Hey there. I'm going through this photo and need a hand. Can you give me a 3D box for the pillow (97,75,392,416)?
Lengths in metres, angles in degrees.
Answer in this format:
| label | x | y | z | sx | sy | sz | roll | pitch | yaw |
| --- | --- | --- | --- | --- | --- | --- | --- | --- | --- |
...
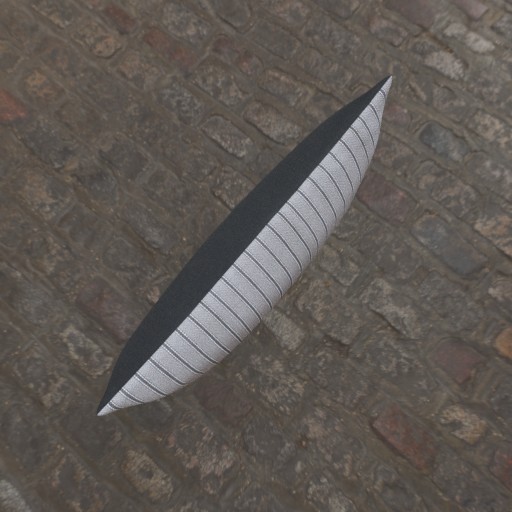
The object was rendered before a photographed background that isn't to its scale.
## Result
| label | x | y | z | sx | sy | sz | roll | pitch | yaw |
| --- | --- | --- | --- | --- | --- | --- | --- | --- | --- |
| pillow | 0.000 | 0.000 | 0.732 | 0.151 | 0.305 | 0.609 | 39 | 79 | 9 |
